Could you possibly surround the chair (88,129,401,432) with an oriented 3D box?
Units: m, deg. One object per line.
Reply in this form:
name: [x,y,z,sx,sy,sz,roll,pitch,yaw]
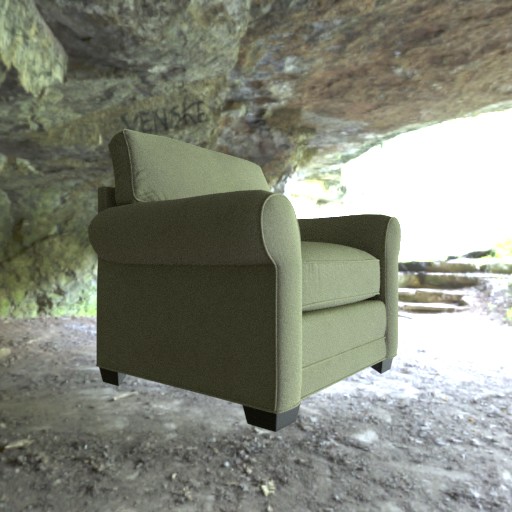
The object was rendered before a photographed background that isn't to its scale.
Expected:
chair: [0.000,0.000,1.936,0.939,1.044,1.147,0,0,37]
